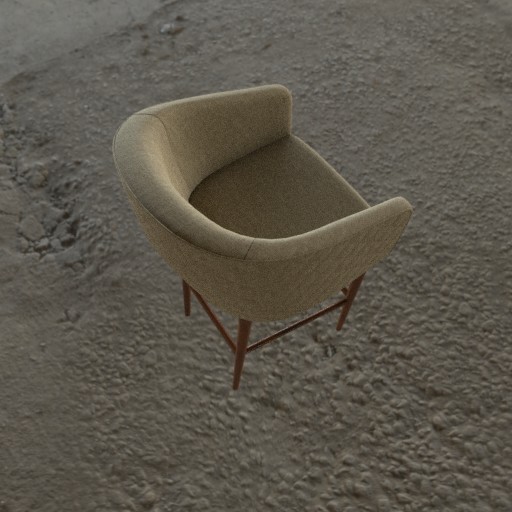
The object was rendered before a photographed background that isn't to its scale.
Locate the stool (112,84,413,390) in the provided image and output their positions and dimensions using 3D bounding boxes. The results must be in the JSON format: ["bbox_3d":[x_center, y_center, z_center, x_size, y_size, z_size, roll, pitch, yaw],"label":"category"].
[{"bbox_3d":[0.000,0.000,1.415,0.607,1.078,0.559,-31,64,-17],"label":"stool"}]
